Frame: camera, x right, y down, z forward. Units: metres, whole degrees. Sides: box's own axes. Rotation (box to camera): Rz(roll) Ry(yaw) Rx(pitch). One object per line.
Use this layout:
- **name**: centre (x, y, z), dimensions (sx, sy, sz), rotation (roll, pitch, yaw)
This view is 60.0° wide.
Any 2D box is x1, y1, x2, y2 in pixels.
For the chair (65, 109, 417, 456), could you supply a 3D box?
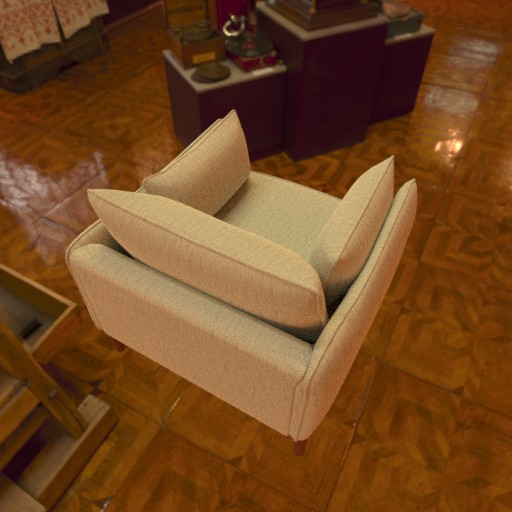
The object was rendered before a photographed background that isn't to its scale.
- **chair**: centre (0.000, 0.000, 1.740), dimensions (0.994, 0.855, 0.991), rotation (23, 51, 20)
